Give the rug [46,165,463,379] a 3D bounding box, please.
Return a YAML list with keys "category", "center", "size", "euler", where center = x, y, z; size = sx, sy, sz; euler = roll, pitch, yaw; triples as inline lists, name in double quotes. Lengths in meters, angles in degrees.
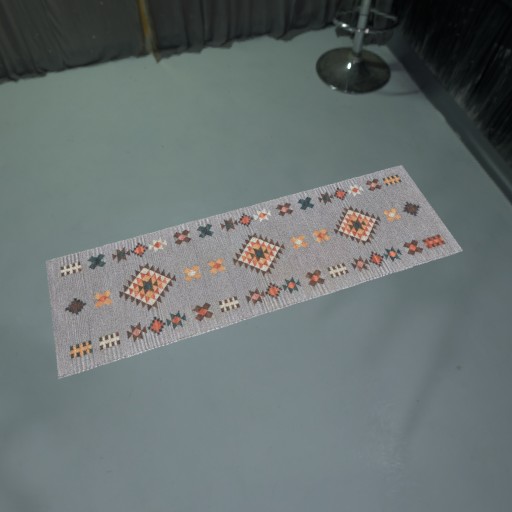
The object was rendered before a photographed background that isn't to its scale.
- category: "rug"
  center: [0.000, 0.000, 2.709]
  size: [2.432, 0.008, 0.766]
  euler: [-16, 59, -10]
